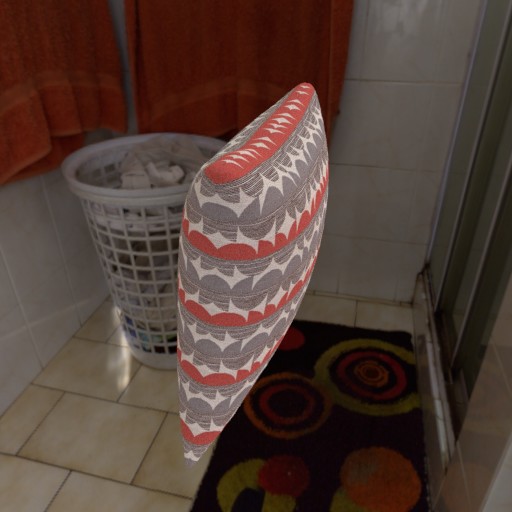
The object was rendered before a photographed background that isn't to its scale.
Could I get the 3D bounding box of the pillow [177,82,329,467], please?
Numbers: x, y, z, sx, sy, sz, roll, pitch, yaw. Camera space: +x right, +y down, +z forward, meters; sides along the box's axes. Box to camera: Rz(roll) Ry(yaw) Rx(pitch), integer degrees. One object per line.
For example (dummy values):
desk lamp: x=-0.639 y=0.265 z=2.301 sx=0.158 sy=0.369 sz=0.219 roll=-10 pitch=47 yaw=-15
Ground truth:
pillow: x=0.000 y=0.000 z=0.635 sx=0.180 sy=0.410 sz=0.420 roll=8 pitch=32 yaw=14
